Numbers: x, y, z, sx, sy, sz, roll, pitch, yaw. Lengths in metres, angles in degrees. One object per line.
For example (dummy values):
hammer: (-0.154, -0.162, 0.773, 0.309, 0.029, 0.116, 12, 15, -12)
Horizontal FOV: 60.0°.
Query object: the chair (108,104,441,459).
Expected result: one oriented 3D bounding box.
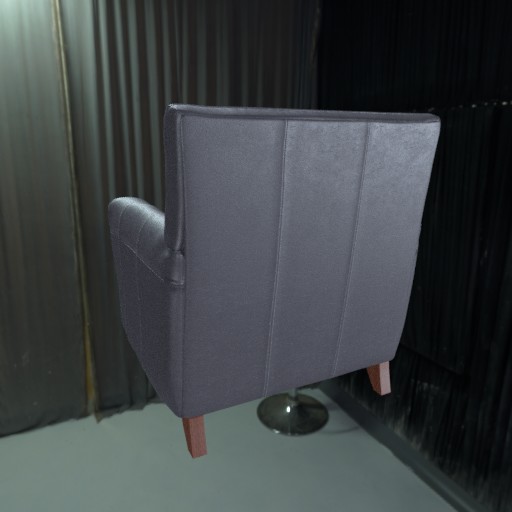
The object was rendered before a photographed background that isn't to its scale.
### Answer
chair: (0.000, 0.000, 1.563, 0.870, 0.943, 0.825, -7, 16, -27)
